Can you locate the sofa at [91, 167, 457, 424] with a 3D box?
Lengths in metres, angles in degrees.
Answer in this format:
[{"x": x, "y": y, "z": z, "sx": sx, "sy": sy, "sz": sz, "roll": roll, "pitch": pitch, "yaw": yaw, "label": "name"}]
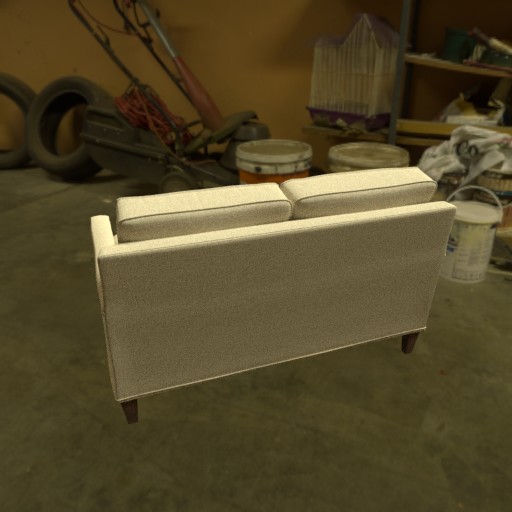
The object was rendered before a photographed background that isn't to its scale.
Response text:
[{"x": 0.000, "y": 0.000, "z": 2.304, "sx": 1.597, "sy": 1.003, "sz": 1.084, "roll": -9, "pitch": 27, "yaw": -18, "label": "sofa"}]
